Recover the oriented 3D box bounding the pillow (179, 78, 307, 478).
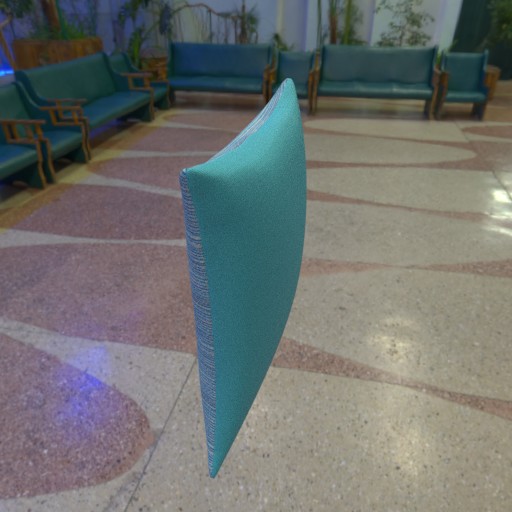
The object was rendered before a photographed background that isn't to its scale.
[{"bbox_3d":[0.000,0.000,0.760,0.150,0.497,0.514,8,32,13],"label":"pillow"}]
